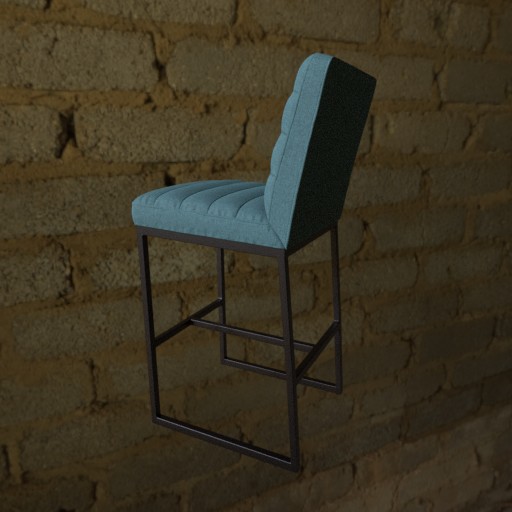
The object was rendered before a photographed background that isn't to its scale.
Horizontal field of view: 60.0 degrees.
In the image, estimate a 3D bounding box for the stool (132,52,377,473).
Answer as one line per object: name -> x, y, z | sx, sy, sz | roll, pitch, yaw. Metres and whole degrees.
stool -> 0.000, 0.000, 1.333 | 0.560, 1.040, 0.460 | 7, 17, 25
